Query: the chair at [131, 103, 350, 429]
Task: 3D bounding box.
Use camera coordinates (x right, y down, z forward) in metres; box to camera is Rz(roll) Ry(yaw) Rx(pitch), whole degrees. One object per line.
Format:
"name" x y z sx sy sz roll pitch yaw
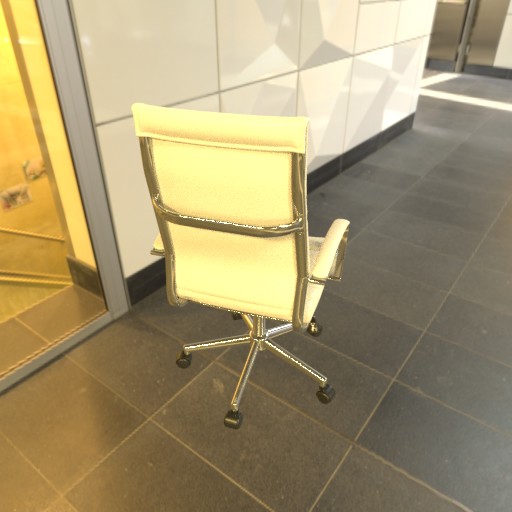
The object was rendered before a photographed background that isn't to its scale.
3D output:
"chair" 0.000 0.000 1.555 0.679 1.149 0.679 10 34 15
